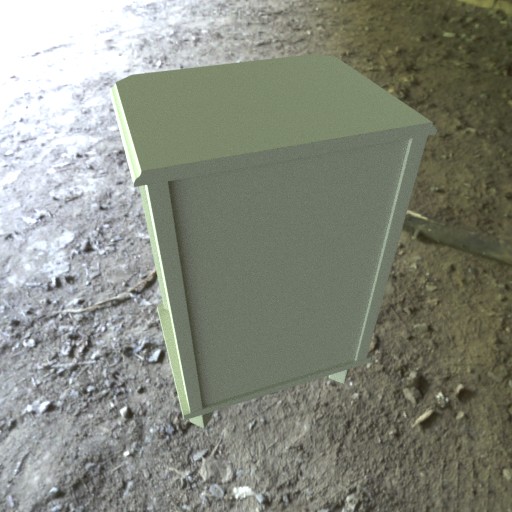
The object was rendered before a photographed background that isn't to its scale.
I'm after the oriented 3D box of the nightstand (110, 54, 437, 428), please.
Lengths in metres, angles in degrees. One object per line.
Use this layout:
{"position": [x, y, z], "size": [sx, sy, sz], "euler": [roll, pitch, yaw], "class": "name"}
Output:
{"position": [0.000, 0.000, 0.929], "size": [0.435, 0.681, 0.351], "euler": [-13, 43, -14], "class": "nightstand"}
